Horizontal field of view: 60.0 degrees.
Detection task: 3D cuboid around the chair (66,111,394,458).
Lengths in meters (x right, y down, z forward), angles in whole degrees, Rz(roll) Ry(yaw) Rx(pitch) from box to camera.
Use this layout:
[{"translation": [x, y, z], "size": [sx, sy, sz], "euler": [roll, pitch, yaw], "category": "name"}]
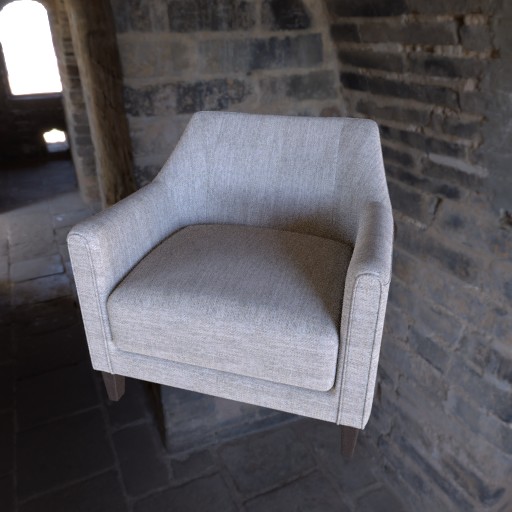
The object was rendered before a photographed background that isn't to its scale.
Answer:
[{"translation": [0.000, 0.000, 1.392], "size": [0.796, 0.761, 0.758], "euler": [8, 28, 15], "category": "chair"}]
